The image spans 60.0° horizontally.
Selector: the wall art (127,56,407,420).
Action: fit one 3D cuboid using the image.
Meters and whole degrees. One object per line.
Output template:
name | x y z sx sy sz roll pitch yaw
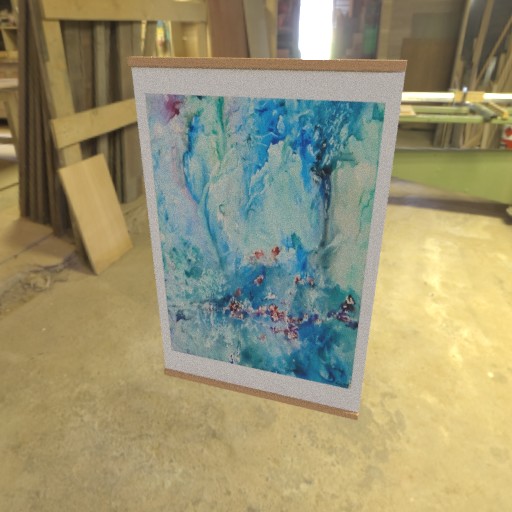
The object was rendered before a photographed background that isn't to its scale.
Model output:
wall art | 0.000 0.000 1.854 0.991 1.510 0.040 8 27 16
